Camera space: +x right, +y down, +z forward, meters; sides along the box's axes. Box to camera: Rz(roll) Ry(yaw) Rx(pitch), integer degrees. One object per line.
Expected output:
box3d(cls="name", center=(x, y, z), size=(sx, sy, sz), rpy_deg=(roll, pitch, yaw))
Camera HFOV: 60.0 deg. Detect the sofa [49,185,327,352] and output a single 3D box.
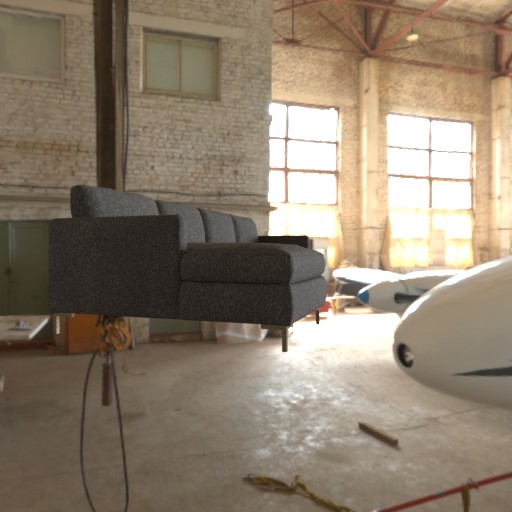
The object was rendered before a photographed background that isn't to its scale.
box3d(cls="sofa", center=(0.000, 0.000, 3.478), size=(1.350, 0.810, 2.932), rpy_deg=(0, 1, 19))
